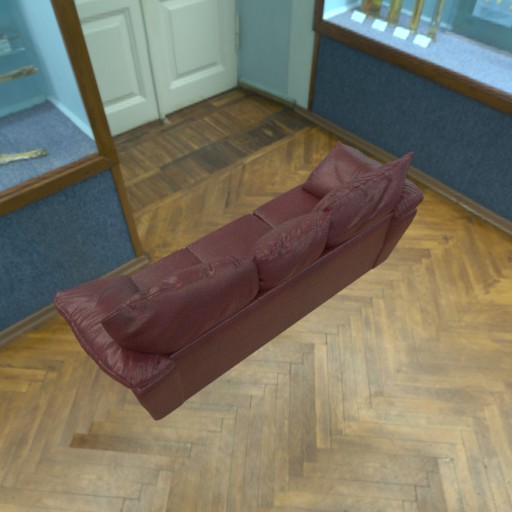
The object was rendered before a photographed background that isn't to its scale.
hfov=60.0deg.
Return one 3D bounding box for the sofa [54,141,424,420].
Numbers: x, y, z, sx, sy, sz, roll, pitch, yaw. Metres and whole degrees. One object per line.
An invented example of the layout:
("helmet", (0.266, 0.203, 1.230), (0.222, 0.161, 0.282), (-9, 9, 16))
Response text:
("sofa", (0.000, 0.000, 2.923), (2.390, 1.091, 0.907), (-31, 55, -25))
